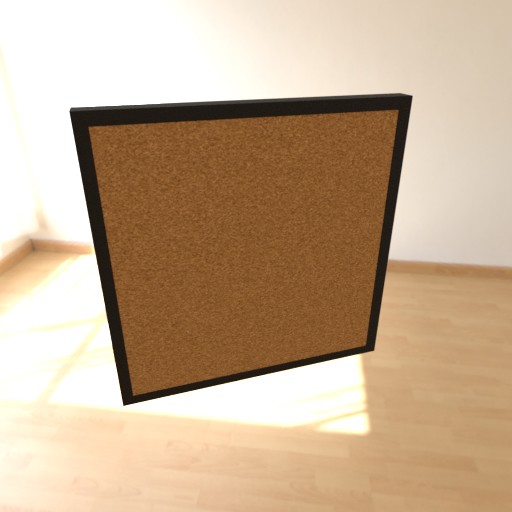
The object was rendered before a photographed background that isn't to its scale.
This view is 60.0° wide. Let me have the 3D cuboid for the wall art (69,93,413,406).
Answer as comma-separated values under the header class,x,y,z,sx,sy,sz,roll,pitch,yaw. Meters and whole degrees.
class,x,y,z,sx,sy,sz,roll,pitch,yaw
wall art,0.000,0.000,0.756,0.506,0.503,0.036,-8,28,-16
